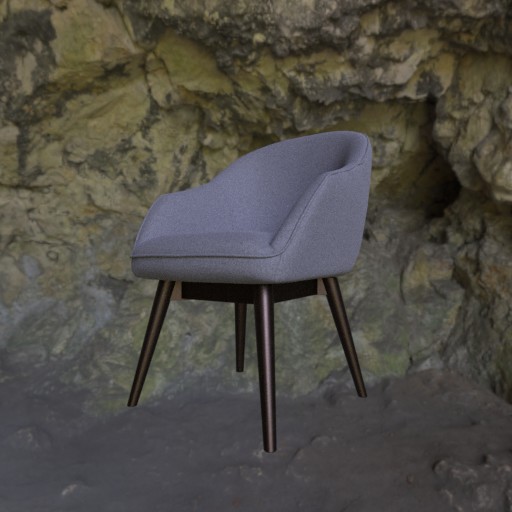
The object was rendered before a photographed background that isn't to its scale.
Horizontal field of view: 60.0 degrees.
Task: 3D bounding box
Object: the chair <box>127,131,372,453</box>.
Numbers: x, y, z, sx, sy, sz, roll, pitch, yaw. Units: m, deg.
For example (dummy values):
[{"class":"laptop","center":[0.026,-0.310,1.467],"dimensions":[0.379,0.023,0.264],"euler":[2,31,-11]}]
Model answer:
[{"class":"chair","center":[0.000,0.000,1.261],"dimensions":[0.589,0.810,0.611],"euler":[0,-1,38]}]
